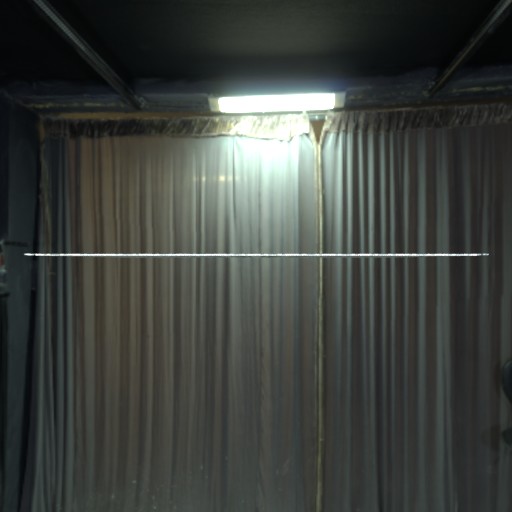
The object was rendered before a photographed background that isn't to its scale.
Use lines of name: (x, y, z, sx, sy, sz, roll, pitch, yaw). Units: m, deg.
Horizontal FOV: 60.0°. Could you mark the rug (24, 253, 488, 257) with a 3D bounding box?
rug: (0.000, 0.000, 3.050, 2.410, 0.011, 1.539, 0, -1, 0)
